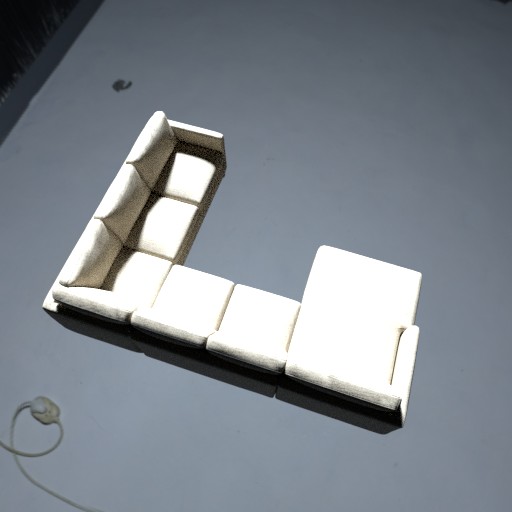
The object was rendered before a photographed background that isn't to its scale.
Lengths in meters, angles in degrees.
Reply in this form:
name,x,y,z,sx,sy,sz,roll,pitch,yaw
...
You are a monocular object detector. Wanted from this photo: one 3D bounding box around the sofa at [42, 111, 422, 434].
name,x,y,z,sx,sy,sz,roll,pitch,yaw
sofa,0.000,0.000,4.691,3.460,0.959,2.593,16,64,8
